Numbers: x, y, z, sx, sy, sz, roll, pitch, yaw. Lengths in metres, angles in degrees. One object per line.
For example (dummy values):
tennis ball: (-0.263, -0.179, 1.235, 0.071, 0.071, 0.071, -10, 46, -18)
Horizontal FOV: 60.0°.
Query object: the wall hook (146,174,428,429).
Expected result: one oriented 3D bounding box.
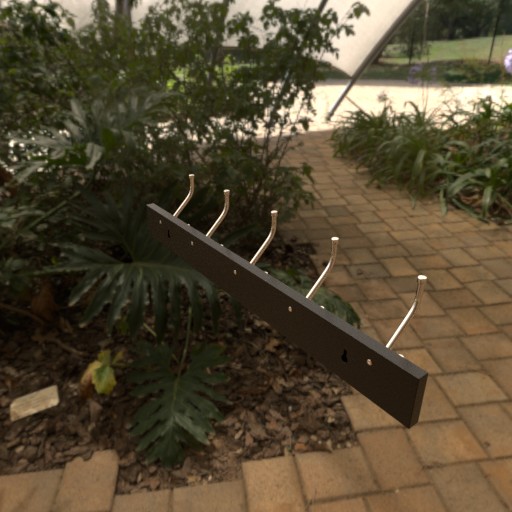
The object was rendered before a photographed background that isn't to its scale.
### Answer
wall hook: (0.000, 0.000, 0.611, 0.071, 0.117, 0.571, -18, 31, -32)
